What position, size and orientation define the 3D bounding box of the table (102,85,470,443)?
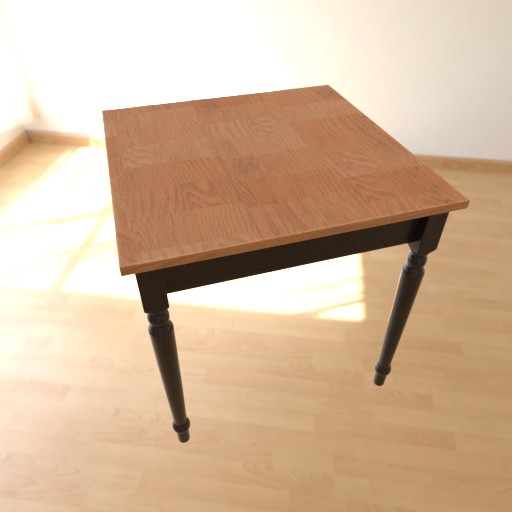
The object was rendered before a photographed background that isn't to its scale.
[{"bbox_3d":[0.000,0.000,1.392,0.747,0.738,0.747,-11,42,-13],"label":"table"}]
